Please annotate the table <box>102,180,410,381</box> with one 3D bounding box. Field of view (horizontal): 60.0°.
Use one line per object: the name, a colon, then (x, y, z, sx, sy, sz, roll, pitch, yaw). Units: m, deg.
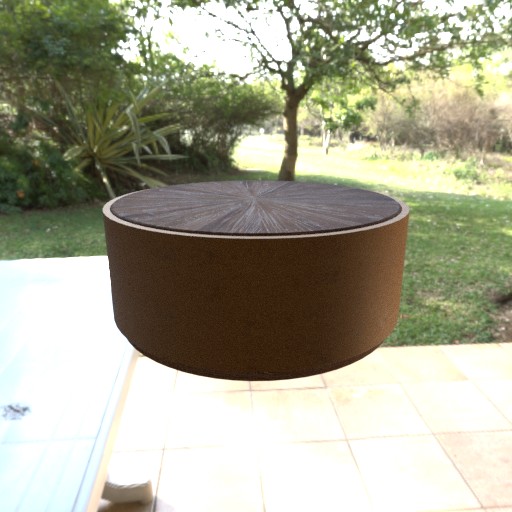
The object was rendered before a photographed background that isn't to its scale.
table: (0.000, 0.000, 1.580, 1.001, 0.409, 1.001, 0, 17, 0)
